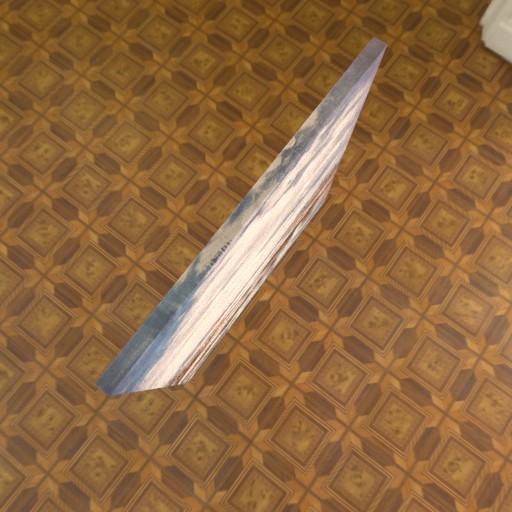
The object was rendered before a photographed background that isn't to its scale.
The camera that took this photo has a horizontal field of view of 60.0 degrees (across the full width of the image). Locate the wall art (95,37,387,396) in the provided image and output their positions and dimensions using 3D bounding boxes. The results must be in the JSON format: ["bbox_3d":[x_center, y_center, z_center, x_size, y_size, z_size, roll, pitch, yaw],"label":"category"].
[{"bbox_3d":[0.000,0.000,1.459,0.040,1.020,1.010,36,78,9],"label":"wall art"}]
